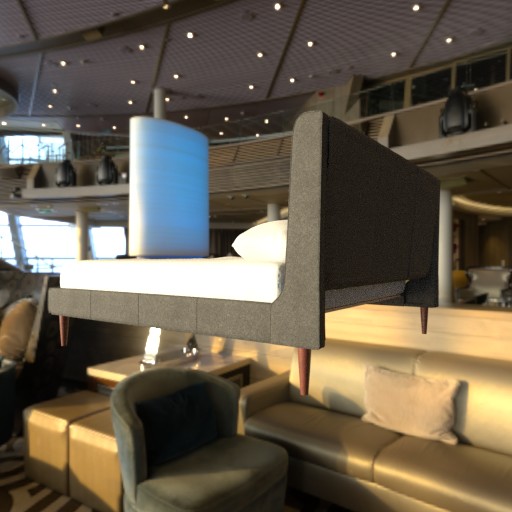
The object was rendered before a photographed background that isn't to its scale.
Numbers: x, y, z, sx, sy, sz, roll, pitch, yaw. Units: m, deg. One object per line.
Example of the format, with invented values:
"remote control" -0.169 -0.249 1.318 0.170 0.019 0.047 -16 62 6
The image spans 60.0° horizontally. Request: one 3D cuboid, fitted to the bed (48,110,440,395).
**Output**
"bed" 0.000 0.000 2.493 1.638 0.933 1.531 0 0 36
